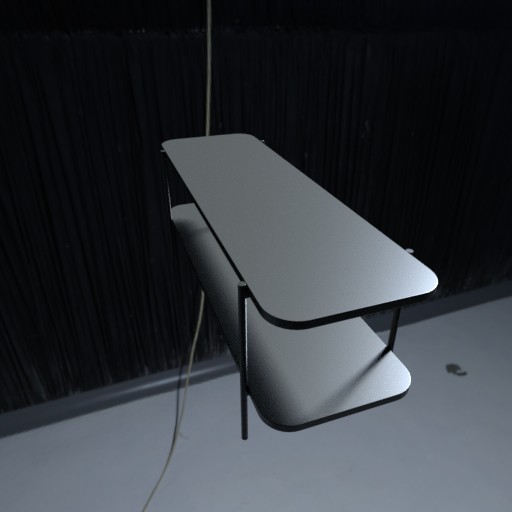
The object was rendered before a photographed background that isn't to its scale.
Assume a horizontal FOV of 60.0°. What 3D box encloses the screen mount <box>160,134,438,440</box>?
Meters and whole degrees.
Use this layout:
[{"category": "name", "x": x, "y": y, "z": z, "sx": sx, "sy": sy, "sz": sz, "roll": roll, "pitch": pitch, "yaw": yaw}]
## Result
[{"category": "screen mount", "x": 0.000, "y": 0.000, "z": 1.389, "sx": 0.400, "sy": 0.447, "sz": 1.200, "roll": -10, "pitch": 32, "yaw": -17}]
